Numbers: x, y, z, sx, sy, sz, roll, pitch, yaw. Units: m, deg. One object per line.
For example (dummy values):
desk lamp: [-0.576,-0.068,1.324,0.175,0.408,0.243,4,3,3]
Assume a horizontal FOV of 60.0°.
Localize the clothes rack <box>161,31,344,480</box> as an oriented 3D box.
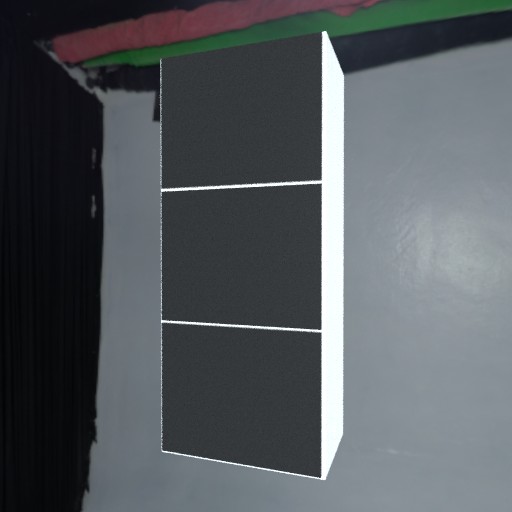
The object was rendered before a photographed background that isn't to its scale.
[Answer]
clothes rack: [0.000,0.000,1.400,0.500,1.187,0.330,0,1,20]
